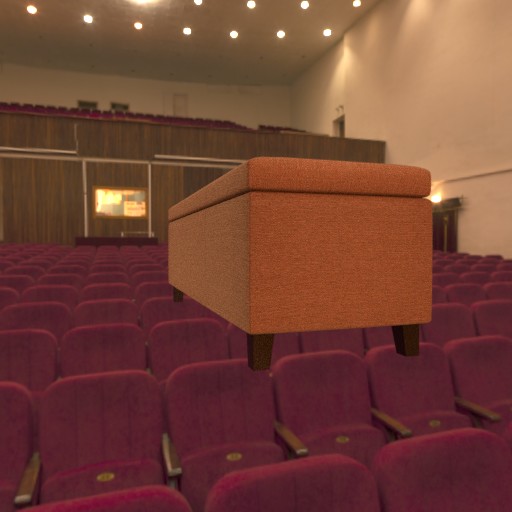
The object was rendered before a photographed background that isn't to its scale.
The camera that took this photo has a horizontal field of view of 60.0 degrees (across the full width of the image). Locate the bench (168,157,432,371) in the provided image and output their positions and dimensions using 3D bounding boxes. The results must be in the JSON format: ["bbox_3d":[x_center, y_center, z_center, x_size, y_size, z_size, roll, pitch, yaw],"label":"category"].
[{"bbox_3d":[0.000,0.000,1.521,0.446,0.438,1.269,0,1,-18],"label":"bench"}]
